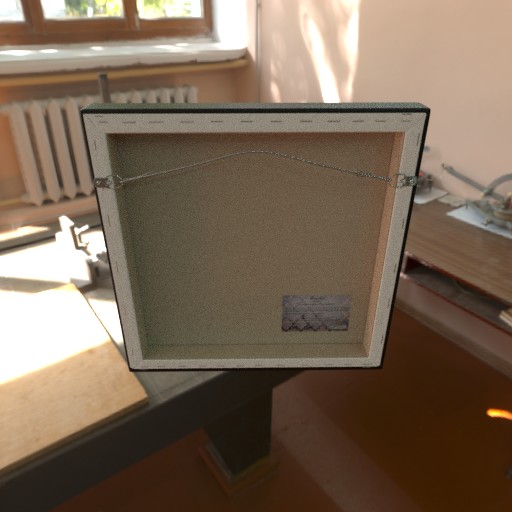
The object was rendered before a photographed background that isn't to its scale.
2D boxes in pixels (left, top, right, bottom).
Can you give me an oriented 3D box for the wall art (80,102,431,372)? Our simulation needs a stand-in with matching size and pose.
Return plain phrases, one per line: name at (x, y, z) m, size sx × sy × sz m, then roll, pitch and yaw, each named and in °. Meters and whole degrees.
wall art at (0.000, 0.000, 0.623) m, size 0.406 × 0.407 × 0.041 m, roll 0°, pitch 29°, yaw -1°
